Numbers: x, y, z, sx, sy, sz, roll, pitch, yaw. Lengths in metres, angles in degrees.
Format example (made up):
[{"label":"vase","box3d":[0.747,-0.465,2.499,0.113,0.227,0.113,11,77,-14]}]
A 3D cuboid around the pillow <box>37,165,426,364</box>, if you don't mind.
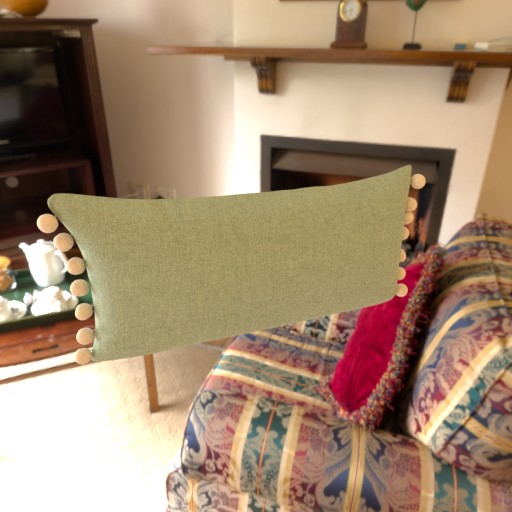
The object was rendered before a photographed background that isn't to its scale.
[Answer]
[{"label":"pillow","box3d":[0.000,0.000,0.839,0.709,0.322,0.201,-9,28,-17]}]
